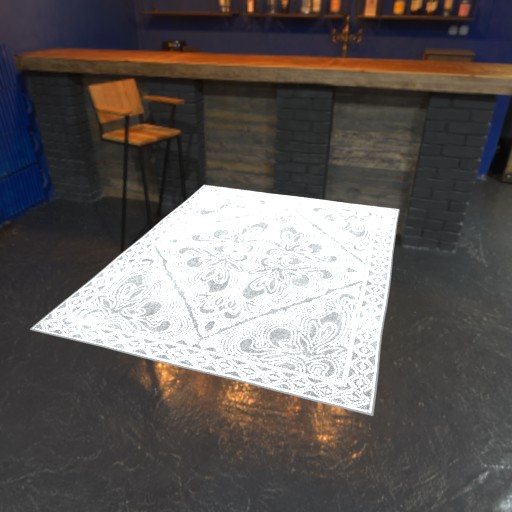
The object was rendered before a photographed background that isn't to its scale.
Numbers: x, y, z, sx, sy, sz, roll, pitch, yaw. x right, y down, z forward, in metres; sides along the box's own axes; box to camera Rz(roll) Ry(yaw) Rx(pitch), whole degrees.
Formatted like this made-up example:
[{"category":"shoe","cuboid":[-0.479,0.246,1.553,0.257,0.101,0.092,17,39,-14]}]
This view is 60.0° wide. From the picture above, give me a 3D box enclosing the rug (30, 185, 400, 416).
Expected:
[{"category":"rug","cuboid":[0.000,0.000,4.093,2.438,0.012,3.048,10,31,16]}]
